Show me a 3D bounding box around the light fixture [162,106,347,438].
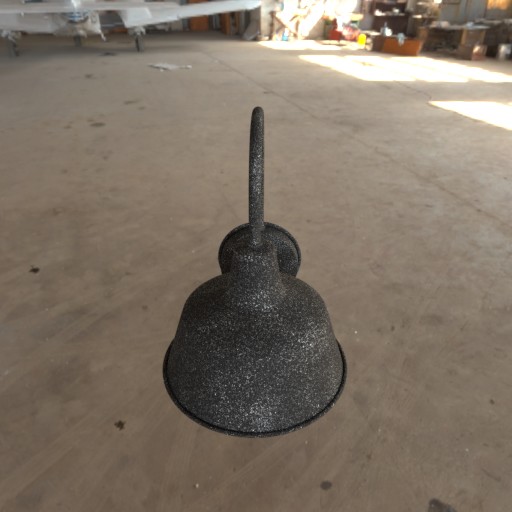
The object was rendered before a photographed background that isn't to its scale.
[{"bbox_3d":[0.000,0.000,0.492,0.216,0.300,0.283,1,31,2],"label":"light fixture"}]
